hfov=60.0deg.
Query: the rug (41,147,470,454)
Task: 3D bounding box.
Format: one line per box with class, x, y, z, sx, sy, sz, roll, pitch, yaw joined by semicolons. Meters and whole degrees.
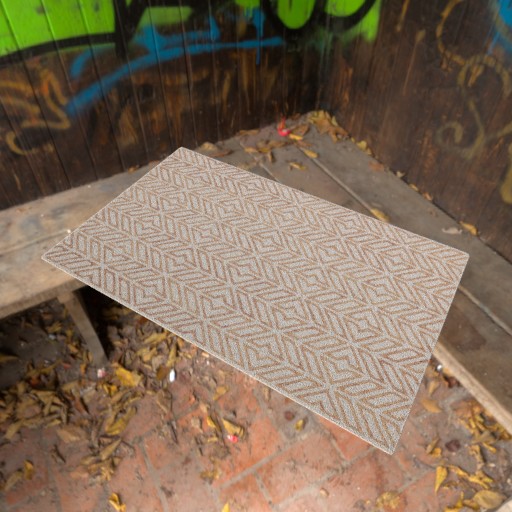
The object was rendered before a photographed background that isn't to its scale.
rug;0.000;0.000;2.961;2.438;0.008;1.523;24;52;21
